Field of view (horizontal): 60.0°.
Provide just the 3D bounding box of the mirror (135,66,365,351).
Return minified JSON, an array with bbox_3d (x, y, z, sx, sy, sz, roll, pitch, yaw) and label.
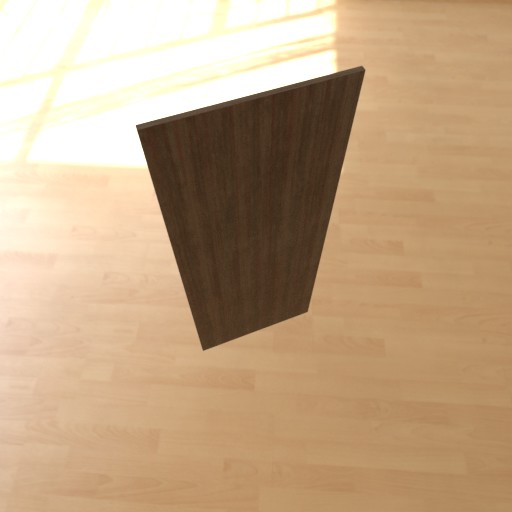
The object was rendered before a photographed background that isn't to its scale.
[{"bbox_3d":[0.000,0.000,2.340,0.812,2.032,0.025,-19,60,-11],"label":"mirror"}]
